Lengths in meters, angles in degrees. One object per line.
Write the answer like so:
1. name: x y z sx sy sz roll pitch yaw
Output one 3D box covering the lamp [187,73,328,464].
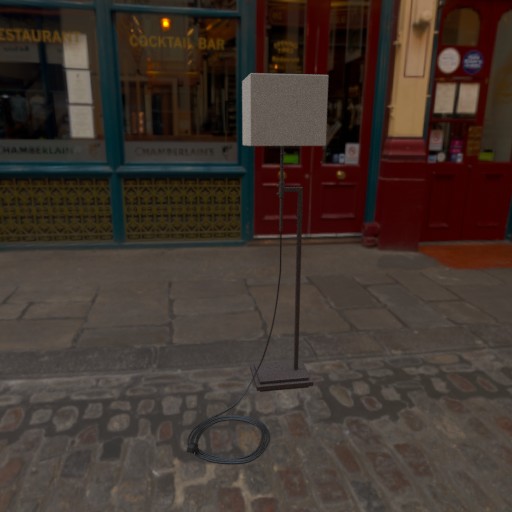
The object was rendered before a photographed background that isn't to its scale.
1. lamp: 0.000 0.000 2.044 0.698 1.600 0.774 -2 15 -9
